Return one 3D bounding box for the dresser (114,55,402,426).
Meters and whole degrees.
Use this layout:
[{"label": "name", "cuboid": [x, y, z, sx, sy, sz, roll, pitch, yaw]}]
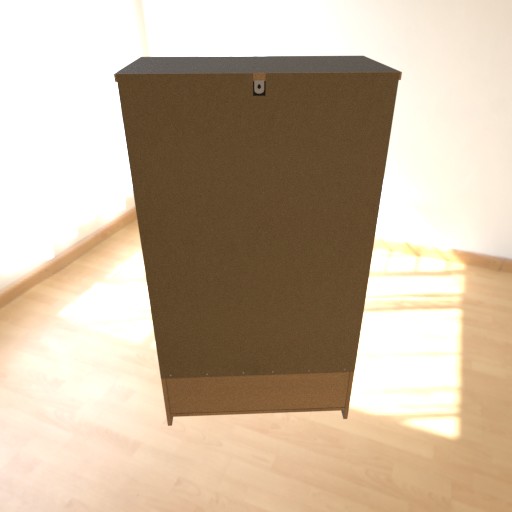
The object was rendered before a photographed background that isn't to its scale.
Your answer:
[{"label": "dresser", "cuboid": [0.000, 0.000, 1.562, 0.704, 1.255, 0.399, -1, 30, -2]}]
